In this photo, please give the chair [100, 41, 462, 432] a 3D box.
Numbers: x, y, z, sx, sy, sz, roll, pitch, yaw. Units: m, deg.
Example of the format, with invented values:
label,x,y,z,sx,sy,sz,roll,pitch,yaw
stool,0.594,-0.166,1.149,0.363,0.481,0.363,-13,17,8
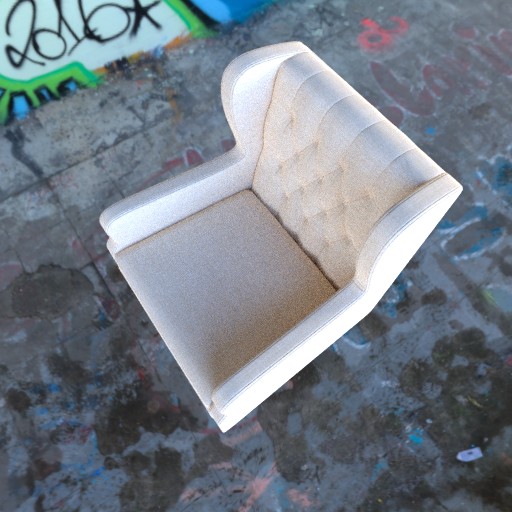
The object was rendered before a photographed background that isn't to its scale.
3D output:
label,x,y,z,sx,sy,sz,roll,pitch,yaw
chair,0.000,0.000,1.420,0.760,0.930,0.710,-32,67,-15
